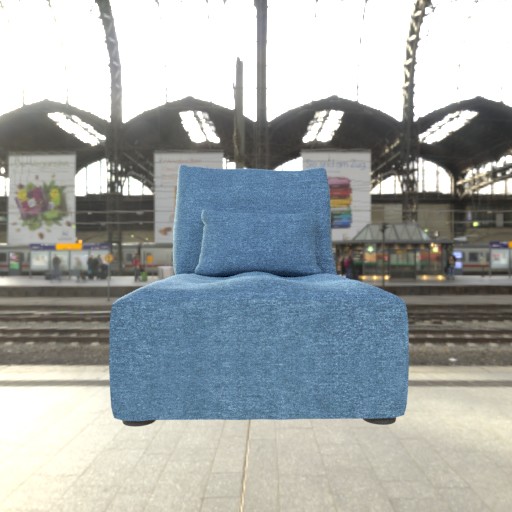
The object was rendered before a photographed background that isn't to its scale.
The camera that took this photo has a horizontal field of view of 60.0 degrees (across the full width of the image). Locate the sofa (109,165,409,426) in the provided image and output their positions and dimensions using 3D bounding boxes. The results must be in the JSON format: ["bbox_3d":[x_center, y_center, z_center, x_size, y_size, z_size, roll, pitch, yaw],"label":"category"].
[{"bbox_3d":[0.000,0.000,1.538,0.700,0.820,1.000,0,-1,-1],"label":"sofa"}]
